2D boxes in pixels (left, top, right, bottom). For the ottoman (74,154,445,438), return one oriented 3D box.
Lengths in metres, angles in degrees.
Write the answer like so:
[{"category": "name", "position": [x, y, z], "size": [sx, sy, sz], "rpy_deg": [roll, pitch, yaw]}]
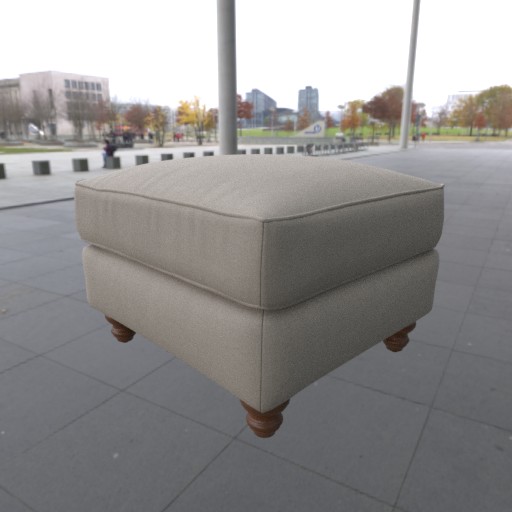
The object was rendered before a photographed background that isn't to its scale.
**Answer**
[{"category": "ottoman", "position": [0.000, 0.000, 1.139], "size": [0.662, 0.505, 0.716], "rpy_deg": [-15, 21, -42]}]
